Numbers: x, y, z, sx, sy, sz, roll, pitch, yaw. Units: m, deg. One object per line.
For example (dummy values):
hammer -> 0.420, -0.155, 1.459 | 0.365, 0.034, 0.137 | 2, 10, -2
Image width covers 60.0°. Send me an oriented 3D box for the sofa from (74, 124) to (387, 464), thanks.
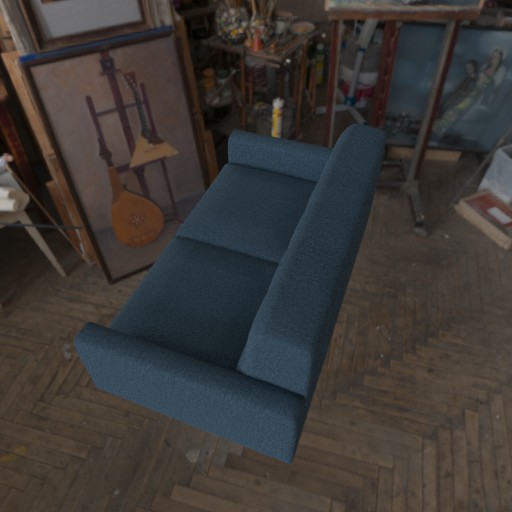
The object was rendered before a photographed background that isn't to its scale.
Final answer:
sofa -> 0.000, 0.000, 2.247 | 0.942, 0.896, 1.651 | 16, 49, 14
